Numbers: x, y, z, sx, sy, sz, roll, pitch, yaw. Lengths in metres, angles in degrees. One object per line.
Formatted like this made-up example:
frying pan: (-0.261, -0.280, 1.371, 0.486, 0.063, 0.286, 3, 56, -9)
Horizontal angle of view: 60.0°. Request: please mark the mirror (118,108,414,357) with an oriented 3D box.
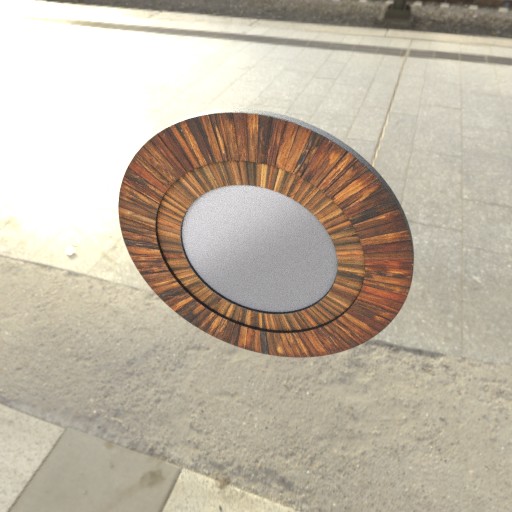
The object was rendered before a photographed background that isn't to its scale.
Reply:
mirror: (0.000, 0.000, 1.604, 1.077, 1.077, 0.036, 11, 42, 13)
